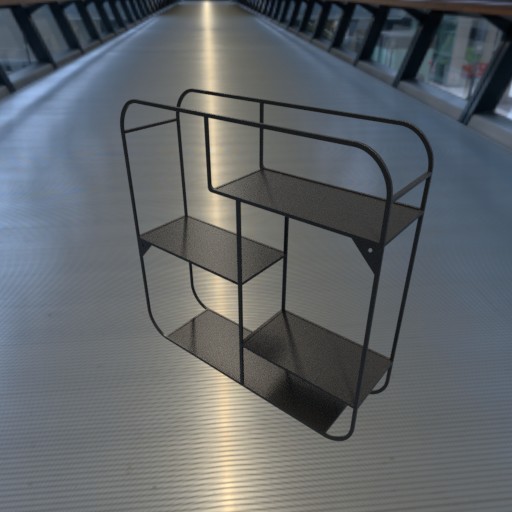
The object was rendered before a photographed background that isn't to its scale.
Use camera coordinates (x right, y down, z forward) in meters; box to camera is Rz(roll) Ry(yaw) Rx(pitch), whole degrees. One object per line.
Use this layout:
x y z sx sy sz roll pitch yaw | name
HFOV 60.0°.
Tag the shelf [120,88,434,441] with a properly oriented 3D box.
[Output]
0.000 0.000 0.934 0.600 0.600 0.160 22 36 33 | shelf
